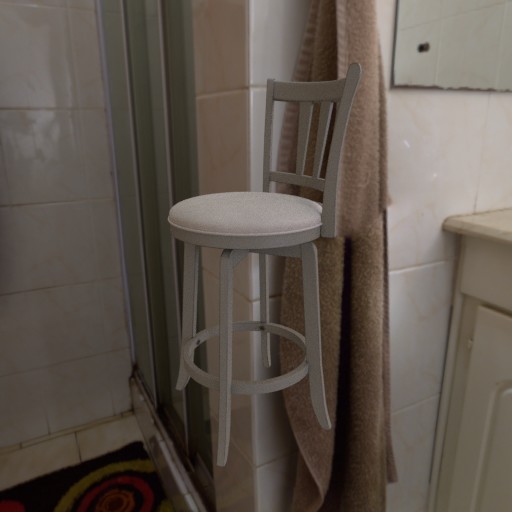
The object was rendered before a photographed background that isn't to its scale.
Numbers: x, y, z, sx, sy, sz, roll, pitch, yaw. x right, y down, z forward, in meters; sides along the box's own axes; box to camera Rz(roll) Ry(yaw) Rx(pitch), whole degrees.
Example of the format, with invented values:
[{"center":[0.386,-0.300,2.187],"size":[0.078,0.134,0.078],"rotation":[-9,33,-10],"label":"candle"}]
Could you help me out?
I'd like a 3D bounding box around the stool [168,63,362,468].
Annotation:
[{"center":[0.000,0.000,1.273],"size":[0.486,0.994,0.450],"rotation":[-8,19,-25],"label":"stool"}]
